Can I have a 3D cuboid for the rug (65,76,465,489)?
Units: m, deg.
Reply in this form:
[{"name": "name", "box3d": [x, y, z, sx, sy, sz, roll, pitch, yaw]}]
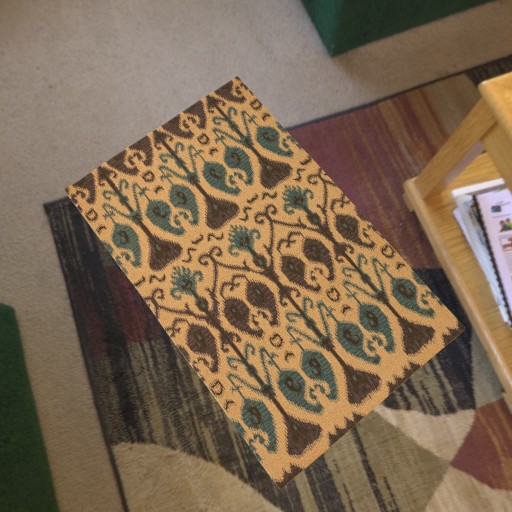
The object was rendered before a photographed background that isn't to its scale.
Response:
[{"name": "rug", "box3d": [0.000, 0.000, 2.085, 1.072, 0.013, 1.698, -37, 77, -10]}]
